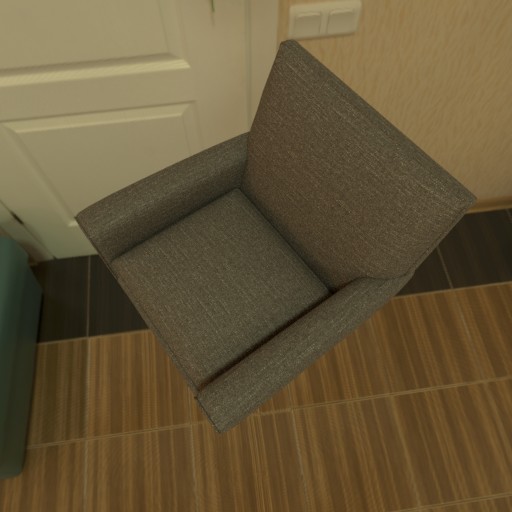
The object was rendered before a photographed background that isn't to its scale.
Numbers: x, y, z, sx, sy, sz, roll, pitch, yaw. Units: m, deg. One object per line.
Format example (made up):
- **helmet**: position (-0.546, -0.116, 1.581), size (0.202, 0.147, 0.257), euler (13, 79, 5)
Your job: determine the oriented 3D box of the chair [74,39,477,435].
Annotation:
- **chair**: position (0.000, 0.000, 1.549), size (0.875, 0.885, 0.838), euler (-34, 69, -15)
